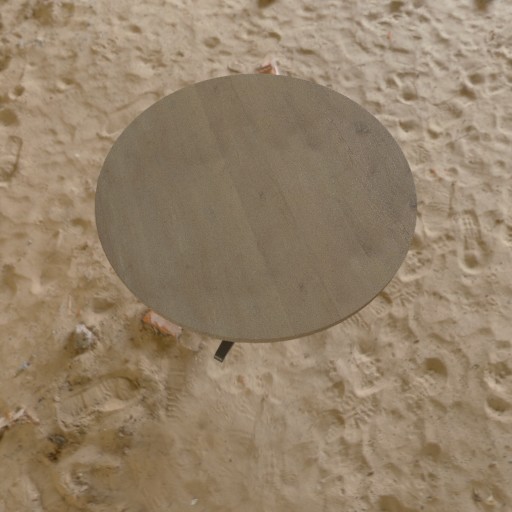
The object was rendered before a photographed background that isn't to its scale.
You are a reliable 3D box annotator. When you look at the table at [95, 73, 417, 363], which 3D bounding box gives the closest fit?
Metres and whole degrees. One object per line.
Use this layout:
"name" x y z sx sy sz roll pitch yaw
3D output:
"table" 0.000 0.000 1.459 0.800 0.780 0.800 0 63 0
